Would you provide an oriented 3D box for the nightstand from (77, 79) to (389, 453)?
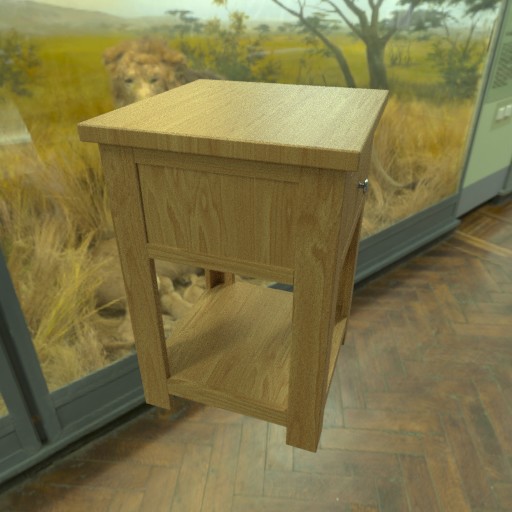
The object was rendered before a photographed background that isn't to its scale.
[{"bbox_3d":[0.000,0.000,0.929,0.418,0.614,0.428,10,32,16],"label":"nightstand"}]
